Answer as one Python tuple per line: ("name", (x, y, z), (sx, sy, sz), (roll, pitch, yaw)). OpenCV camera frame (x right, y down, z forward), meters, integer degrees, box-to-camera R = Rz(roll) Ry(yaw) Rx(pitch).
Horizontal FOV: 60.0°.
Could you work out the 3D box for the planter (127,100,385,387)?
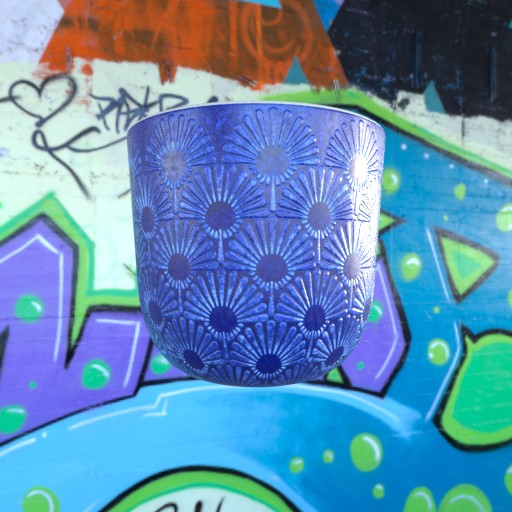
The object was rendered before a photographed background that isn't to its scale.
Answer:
("planter", (0.000, 0.000, 0.369), (0.206, 0.190, 0.206), (0, 1, 0))
